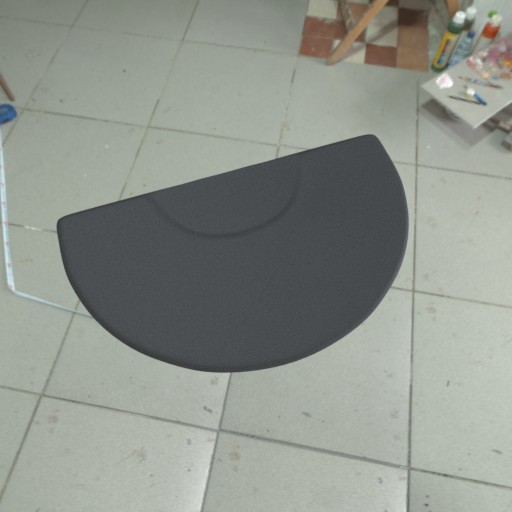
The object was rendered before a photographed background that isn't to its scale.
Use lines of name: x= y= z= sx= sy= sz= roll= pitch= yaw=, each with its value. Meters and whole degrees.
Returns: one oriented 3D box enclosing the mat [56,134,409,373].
mat: x=0.000 y=0.000 z=1.826 sx=1.525 sy=0.016 sz=0.917 roll=-17 pitch=64 yaw=-9
